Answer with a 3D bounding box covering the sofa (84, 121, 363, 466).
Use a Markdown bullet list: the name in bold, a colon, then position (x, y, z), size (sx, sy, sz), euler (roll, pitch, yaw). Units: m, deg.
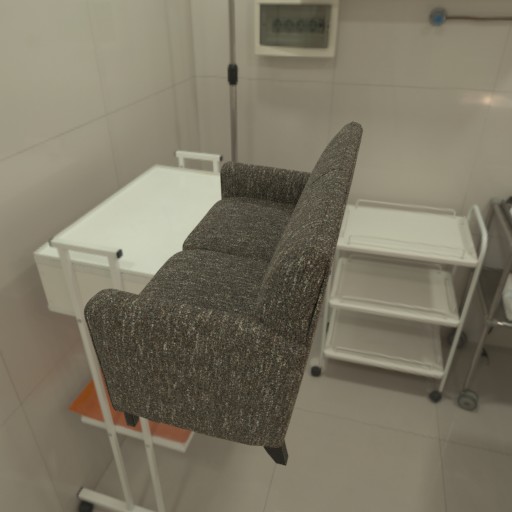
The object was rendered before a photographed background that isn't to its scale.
- **sofa**: position (0.000, 0.000, 2.081), size (0.801, 0.946, 1.519), euler (8, 32, 13)
